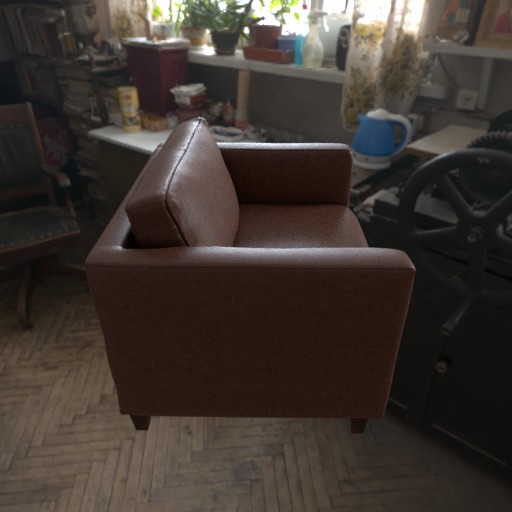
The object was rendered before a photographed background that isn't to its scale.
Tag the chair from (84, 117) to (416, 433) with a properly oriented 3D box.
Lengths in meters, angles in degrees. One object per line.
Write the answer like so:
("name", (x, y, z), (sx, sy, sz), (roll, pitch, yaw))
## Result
("chair", (0.000, 0.000, 1.812), (0.959, 0.917, 1.107), (1, 32, 1))
